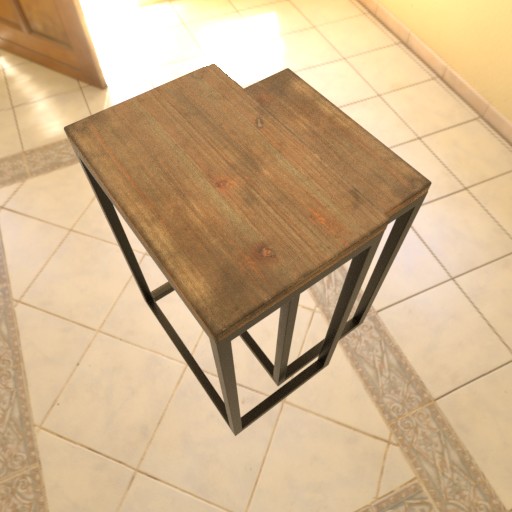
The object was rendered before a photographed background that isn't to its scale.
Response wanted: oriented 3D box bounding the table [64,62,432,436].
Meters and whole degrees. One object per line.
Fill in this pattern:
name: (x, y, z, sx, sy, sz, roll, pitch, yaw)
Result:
table: (0.000, 0.000, 0.946, 0.460, 0.615, 0.456, -30, 62, -17)
